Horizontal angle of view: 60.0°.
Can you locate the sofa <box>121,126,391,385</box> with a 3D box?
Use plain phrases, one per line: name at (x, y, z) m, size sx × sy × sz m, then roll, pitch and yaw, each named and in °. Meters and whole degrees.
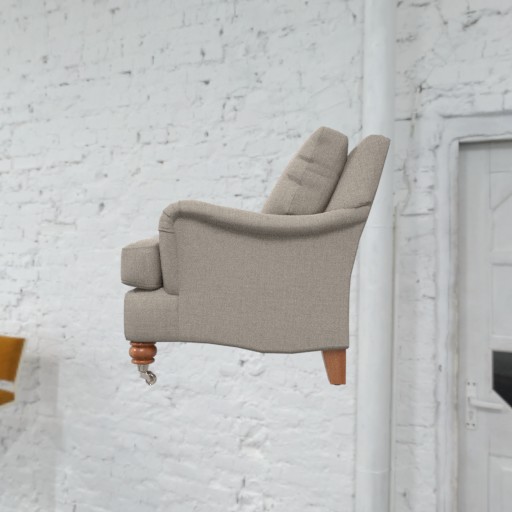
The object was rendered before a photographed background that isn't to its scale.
sofa at (0.000, 0.000, 2.769) m, size 1.087 × 1.054 × 2.160 m, roll 0°, pitch -1°, yaw 1°
